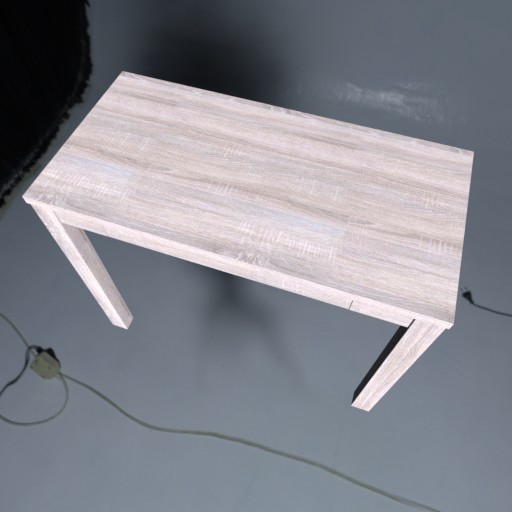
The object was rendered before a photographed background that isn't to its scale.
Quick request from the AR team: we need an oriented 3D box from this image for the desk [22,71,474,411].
[{"bbox_3d":[0.000,0.000,1.401,0.991,0.762,0.495,16,59,10],"label":"desk"}]
